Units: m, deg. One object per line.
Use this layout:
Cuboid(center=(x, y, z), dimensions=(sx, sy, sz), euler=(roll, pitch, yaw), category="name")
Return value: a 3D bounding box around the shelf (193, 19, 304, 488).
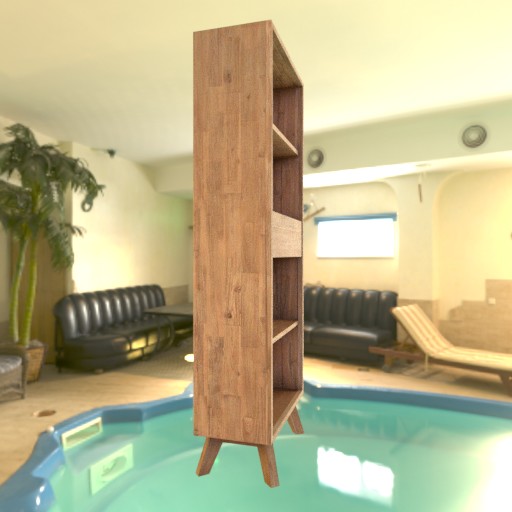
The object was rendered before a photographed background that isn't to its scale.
Cuboid(center=(0.000, 0.000, 1.527), dimensions=(0.267, 1.342, 0.491), euler=(0, 0, 17), category="shelf")
